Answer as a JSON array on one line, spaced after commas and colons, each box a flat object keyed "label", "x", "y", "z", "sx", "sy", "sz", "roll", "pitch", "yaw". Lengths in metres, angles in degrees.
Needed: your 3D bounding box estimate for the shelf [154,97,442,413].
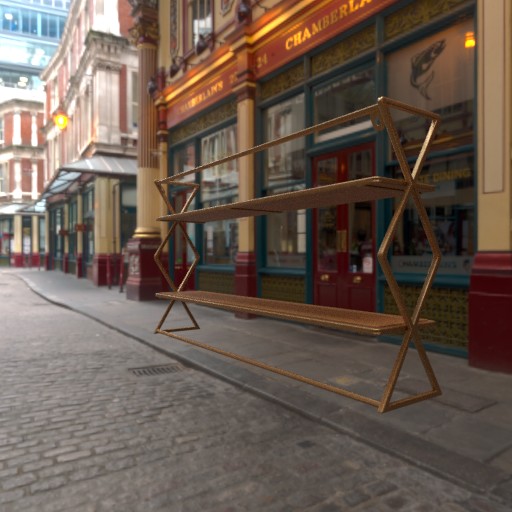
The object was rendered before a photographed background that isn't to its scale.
[{"label": "shelf", "x": 0.000, "y": 0.000, "z": 1.004, "sx": 0.150, "sy": 0.450, "sz": 0.822, "roll": 0, "pitch": 0, "yaw": -35}]
